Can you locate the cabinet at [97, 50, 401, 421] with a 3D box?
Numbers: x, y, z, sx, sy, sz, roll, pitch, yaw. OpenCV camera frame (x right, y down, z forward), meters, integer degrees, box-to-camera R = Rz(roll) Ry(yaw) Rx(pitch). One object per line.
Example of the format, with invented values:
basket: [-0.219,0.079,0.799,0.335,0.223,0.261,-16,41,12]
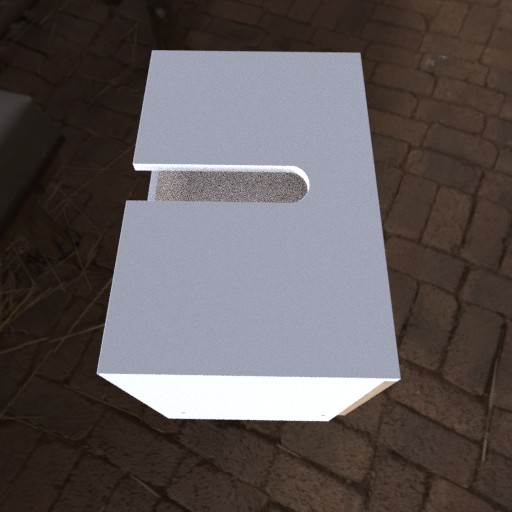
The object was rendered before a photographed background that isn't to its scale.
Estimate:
cabinet: [0.000,0.000,0.935,0.400,0.522,0.600,1,64,0]
